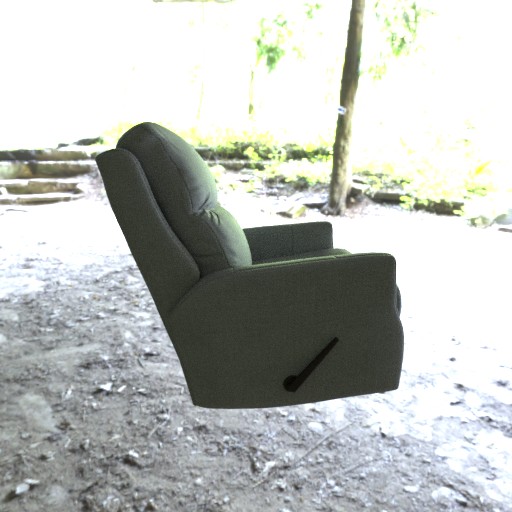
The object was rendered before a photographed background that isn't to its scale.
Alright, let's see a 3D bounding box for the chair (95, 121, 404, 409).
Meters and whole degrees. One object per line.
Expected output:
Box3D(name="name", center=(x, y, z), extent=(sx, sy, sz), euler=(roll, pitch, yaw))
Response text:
Box3D(name="chair", center=(0.000, 0.000, 1.806), extent=(1.080, 1.030, 0.829), euler=(-2, 14, -9))
